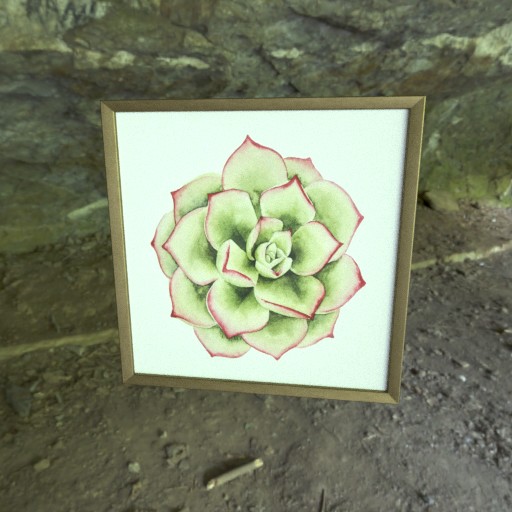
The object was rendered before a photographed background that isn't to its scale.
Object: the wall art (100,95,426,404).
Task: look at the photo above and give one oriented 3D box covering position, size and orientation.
[{"bbox_3d":[0.000,0.000,0.754,0.503,0.506,0.031,2,14,8],"label":"wall art"}]
